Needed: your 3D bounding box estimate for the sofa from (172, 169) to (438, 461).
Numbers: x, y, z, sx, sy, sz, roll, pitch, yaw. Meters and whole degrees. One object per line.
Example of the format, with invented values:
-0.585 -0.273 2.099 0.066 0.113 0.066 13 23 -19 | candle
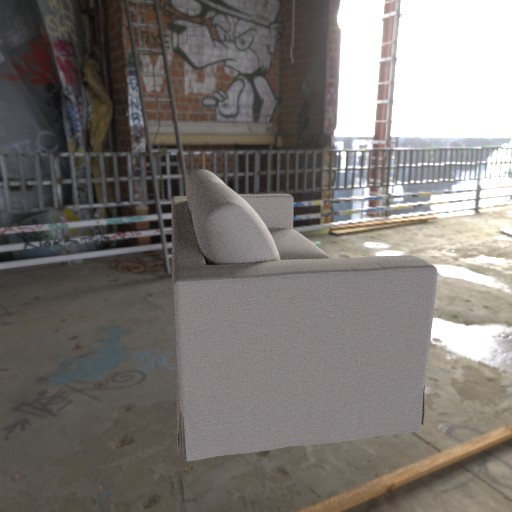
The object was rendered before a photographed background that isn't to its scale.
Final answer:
0.000 0.000 2.547 0.954 0.881 2.163 -3 15 -10 | sofa
